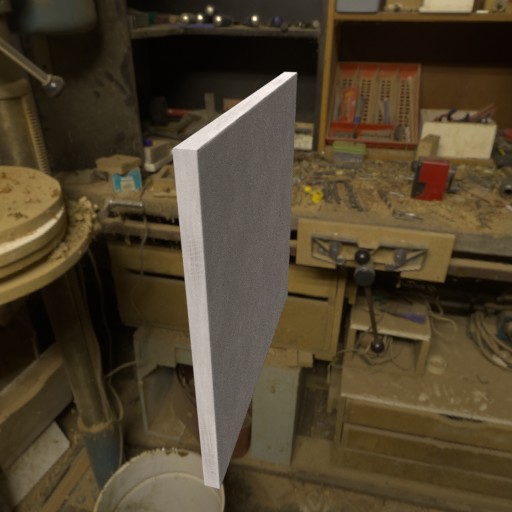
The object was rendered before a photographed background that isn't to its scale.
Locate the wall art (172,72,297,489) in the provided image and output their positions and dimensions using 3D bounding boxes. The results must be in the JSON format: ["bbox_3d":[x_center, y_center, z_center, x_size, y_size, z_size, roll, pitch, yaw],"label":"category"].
[{"bbox_3d":[0.000,0.000,0.442,0.015,0.303,0.303,8,31,13],"label":"wall art"}]
